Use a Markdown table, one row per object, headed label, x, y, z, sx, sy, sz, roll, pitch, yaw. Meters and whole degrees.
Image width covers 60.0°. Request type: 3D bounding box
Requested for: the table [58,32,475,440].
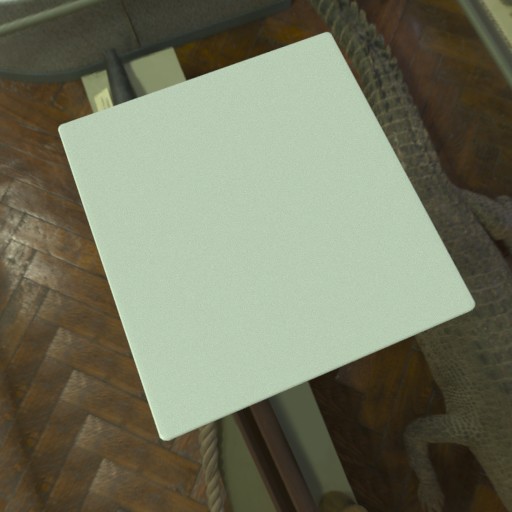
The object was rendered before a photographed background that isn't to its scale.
| label | x | y | z | sx | sy | sz | roll | pitch | yaw |
| --- | --- | --- | --- | --- | --- | --- | --- | --- | --- |
| table | 0.000 | 0.000 | 0.970 | 0.500 | 0.563 | 0.533 | -22 | 76 | -5 |
